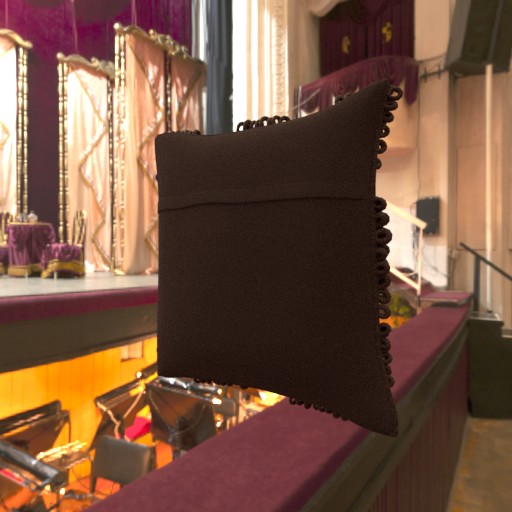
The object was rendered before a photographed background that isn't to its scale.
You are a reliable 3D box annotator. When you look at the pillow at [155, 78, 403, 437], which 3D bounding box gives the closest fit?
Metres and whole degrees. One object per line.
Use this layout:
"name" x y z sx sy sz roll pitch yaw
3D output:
"pillow" 0.000 0.000 0.716 0.470 0.467 0.172 1 1 36
